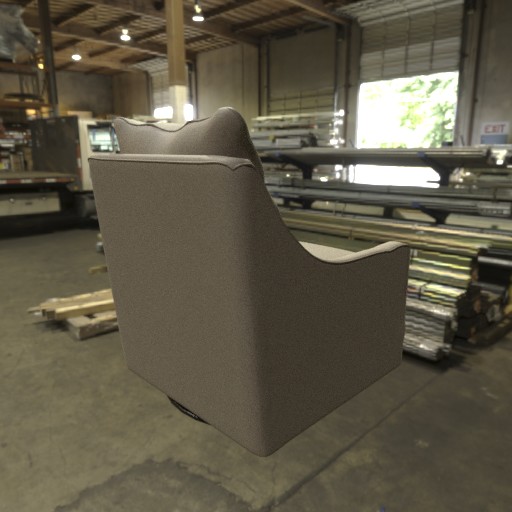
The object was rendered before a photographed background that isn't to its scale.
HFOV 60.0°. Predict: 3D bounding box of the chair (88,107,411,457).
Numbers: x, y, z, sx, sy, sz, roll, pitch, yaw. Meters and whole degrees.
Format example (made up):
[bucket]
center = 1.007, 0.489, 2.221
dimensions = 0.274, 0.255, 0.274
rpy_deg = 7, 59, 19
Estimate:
[chair]
center = 0.000, 0.000, 1.586
dimensions = 0.876, 0.942, 0.760
rpy_deg = -13, 19, -43
